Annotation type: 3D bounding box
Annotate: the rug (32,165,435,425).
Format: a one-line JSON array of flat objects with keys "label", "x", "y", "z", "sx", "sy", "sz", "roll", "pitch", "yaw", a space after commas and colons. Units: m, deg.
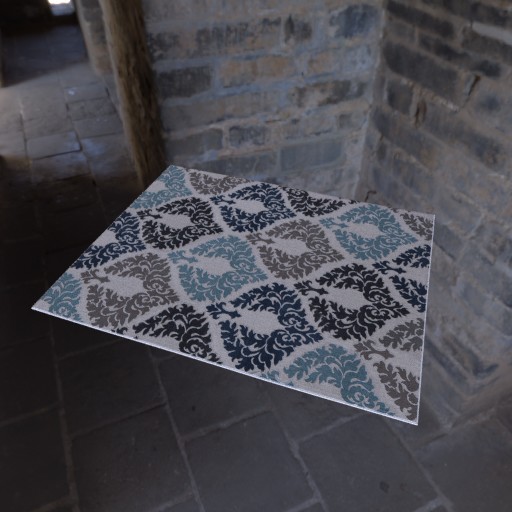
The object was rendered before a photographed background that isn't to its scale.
[{"label": "rug", "x": 0.000, "y": 0.000, "z": 4.071, "sx": 3.040, "sy": 0.014, "sz": 2.423, "roll": 13, "pitch": 43, "yaw": 14}]
